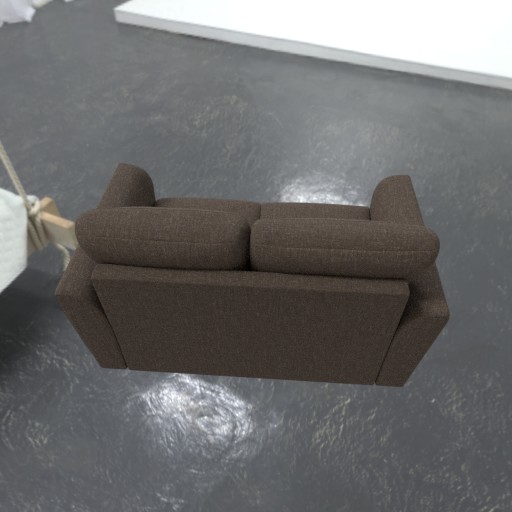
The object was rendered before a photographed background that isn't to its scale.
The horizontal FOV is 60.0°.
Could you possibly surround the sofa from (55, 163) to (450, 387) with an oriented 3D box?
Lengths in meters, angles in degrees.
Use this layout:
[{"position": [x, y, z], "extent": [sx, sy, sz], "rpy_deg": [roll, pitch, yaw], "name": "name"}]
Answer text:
[{"position": [0.000, 0.000, 1.996], "extent": [1.423, 0.885, 0.851], "rpy_deg": [3, 47, 3], "name": "sofa"}]
